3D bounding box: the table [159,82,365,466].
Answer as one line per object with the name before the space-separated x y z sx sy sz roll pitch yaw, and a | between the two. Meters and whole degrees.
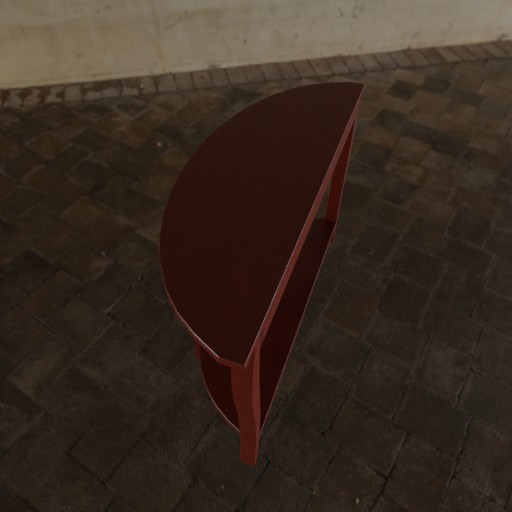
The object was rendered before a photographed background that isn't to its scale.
table | 0.000 0.000 1.587 0.405 0.779 1.219 15 50 13
